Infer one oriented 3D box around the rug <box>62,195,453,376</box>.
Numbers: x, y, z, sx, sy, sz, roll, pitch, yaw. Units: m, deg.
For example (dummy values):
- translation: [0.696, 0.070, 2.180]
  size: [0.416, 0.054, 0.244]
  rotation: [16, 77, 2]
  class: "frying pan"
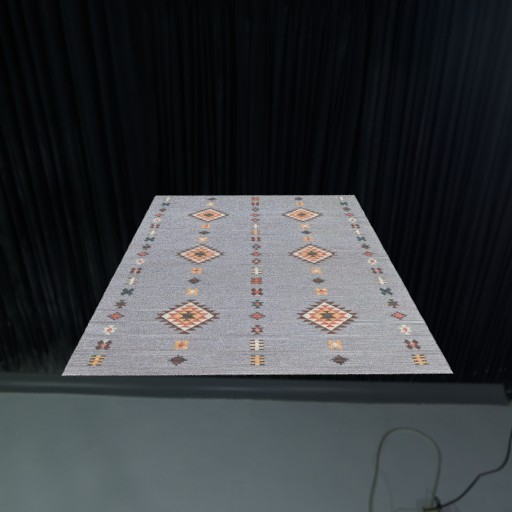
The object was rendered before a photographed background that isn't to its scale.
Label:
- translation: [0.000, 0.000, 4.072]
  size: [2.425, 0.008, 3.035]
  rotation: [0, 29, 0]
  class: "rug"
